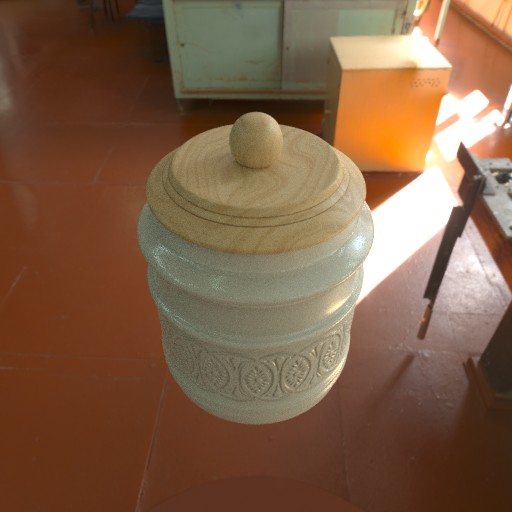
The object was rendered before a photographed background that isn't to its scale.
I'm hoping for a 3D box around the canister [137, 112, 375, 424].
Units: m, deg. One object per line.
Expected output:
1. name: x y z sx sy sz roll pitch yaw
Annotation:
1. canister: 0.000 0.000 0.266 0.130 0.176 0.130 0 42 0
